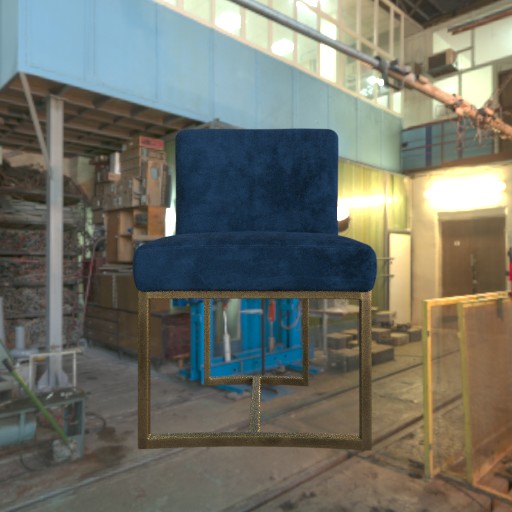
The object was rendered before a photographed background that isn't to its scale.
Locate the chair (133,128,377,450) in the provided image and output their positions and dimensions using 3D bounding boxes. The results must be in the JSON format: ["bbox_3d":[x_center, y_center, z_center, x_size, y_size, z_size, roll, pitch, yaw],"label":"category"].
[{"bbox_3d":[0.000,0.000,1.197,0.530,0.824,0.560,0,0,1],"label":"chair"}]
